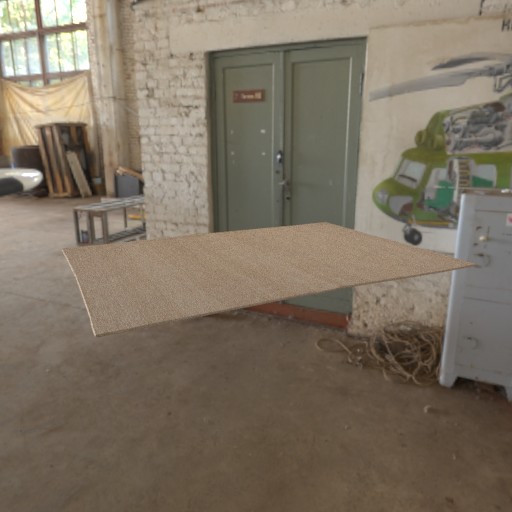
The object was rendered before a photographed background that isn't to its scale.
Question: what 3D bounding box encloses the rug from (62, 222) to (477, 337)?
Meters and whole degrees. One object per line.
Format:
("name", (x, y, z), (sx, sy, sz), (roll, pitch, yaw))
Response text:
("rug", (0.000, 0.000, 3.711), (2.869, 0.038, 2.032), (-7, 17, -26))
